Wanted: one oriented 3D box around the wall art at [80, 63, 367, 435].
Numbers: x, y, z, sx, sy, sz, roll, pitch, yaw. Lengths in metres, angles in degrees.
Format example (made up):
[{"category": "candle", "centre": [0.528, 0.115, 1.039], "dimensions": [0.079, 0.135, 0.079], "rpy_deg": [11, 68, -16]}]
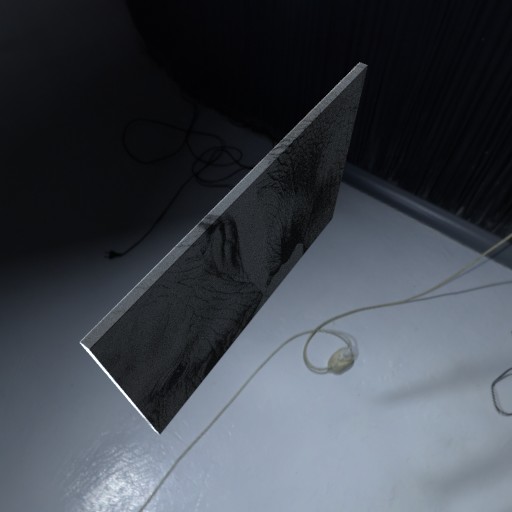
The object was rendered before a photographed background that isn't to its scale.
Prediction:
[{"category": "wall art", "centre": [0.000, 0.000, 1.148], "dimensions": [0.023, 0.607, 0.914], "rpy_deg": [31, 62, 19]}]
